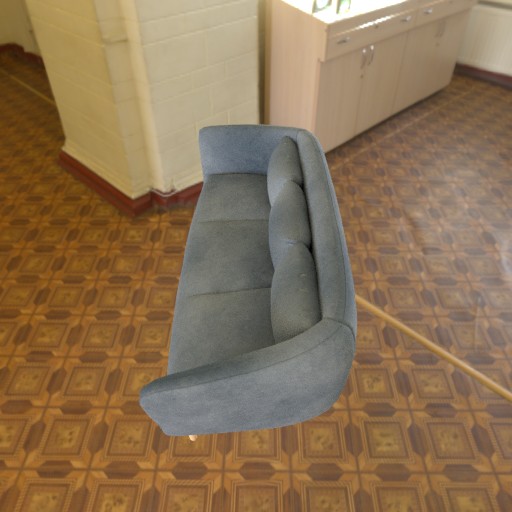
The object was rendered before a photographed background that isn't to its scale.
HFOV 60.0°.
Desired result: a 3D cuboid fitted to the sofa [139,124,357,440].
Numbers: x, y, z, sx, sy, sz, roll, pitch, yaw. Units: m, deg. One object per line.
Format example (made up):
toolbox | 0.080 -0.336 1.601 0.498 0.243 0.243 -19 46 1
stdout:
sofa | 0.000 0.000 2.495 0.849 0.795 2.095 0 41 0
